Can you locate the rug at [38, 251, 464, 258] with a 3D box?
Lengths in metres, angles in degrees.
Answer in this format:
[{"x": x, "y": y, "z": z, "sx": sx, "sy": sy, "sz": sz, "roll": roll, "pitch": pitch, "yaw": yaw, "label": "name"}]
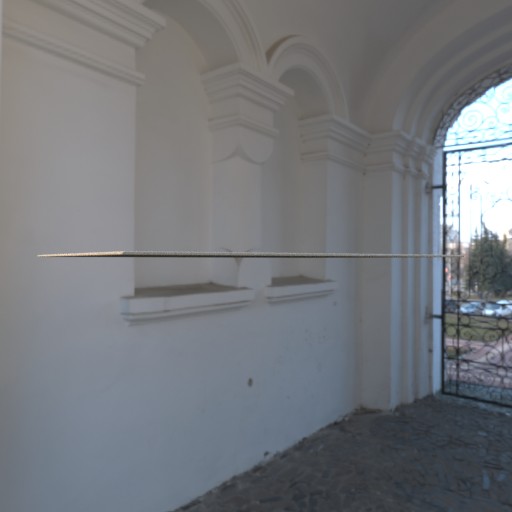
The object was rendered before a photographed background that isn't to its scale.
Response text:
[{"x": 0.000, "y": 0.000, "z": 2.273, "sx": 1.829, "sy": 0.010, "sz": 1.219, "roll": 0, "pitch": -1, "yaw": -36, "label": "rug"}]
